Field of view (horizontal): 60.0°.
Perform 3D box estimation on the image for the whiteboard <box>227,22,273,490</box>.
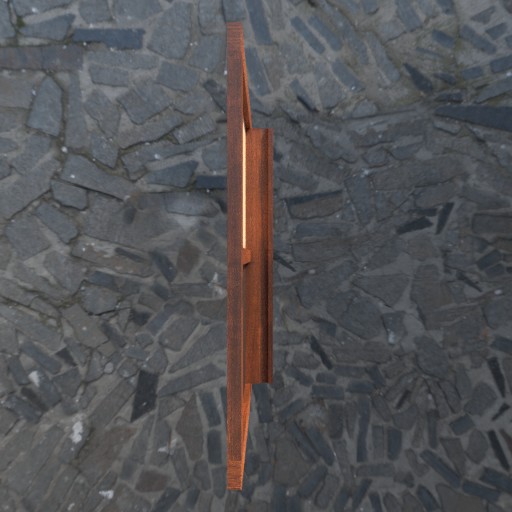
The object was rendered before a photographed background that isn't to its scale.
[{"bbox_3d":[0.000,0.000,1.004,0.083,0.553,0.768,0,90,1],"label":"whiteboard"}]
